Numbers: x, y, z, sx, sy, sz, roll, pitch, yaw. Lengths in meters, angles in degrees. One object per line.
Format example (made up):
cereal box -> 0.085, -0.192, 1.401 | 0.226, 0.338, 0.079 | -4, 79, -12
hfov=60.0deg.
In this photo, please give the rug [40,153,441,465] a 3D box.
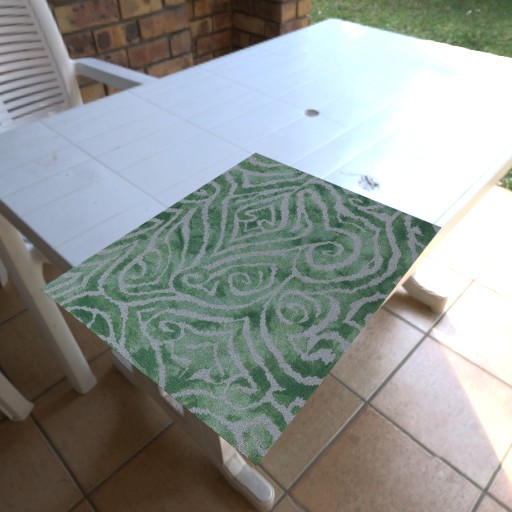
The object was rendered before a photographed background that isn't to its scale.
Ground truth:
rug -> 0.000, 0.000, 4.223 | 2.436, 0.007, 3.045 | 28, 50, 27
